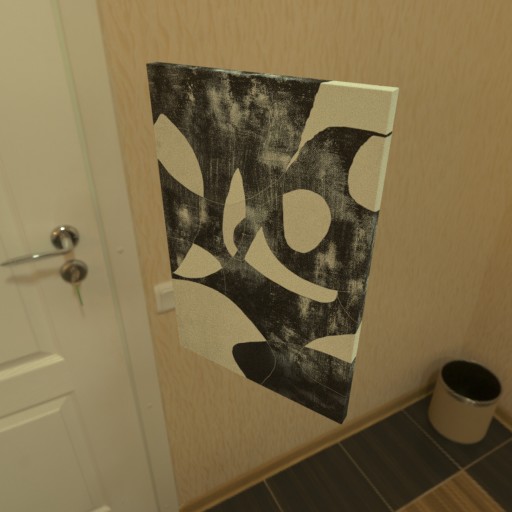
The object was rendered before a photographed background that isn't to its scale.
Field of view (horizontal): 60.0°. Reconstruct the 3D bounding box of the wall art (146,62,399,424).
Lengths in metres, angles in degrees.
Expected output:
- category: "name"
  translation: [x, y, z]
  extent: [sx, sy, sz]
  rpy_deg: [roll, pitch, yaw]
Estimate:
- category: "wall art"
  translation: [0.000, 0.000, 1.189]
  extent: [0.610, 0.915, 0.041]
  rpy_deg: [18, 36, 27]
